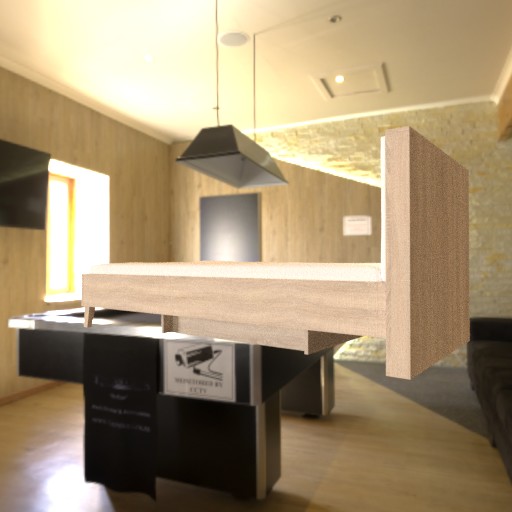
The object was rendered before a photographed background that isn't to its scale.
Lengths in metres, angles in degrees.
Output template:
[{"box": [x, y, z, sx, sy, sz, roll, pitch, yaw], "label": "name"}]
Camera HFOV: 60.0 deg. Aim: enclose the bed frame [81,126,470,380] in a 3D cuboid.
[{"box": [0.000, 0.000, 2.644, 2.140, 0.920, 0.990, -1, -1, 37], "label": "bed frame"}]
